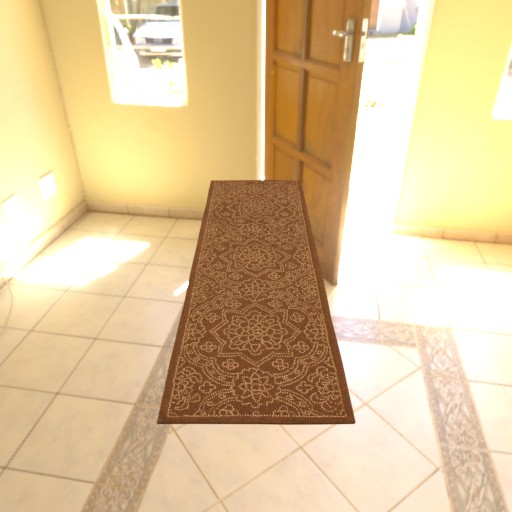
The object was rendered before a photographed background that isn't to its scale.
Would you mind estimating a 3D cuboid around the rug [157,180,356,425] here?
[{"bbox_3d":[0.000,0.000,2.739,0.769,0.012,2.448,0,32,0],"label":"rug"}]
